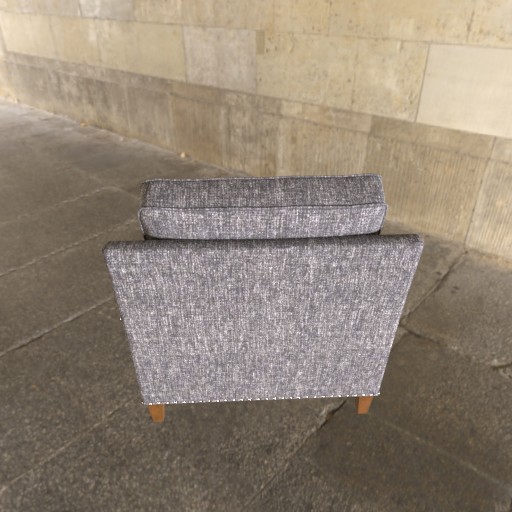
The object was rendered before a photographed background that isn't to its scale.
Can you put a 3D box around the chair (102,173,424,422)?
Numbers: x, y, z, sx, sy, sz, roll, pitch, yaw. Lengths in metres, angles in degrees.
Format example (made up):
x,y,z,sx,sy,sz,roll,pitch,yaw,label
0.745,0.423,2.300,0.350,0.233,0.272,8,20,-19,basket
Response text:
x,y,z,sx,sy,sz,roll,pitch,yaw,label
0.000,0.000,1.747,0.853,0.943,1.014,-1,31,-2,chair
